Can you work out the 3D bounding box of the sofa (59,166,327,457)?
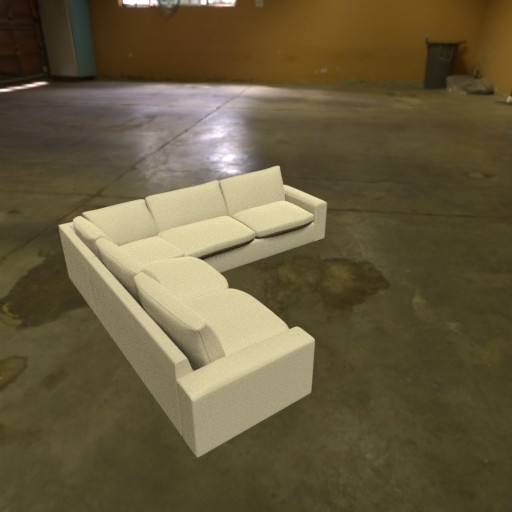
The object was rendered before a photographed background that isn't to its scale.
[{"bbox_3d":[0.000,0.000,4.736,3.206,0.918,3.066,-18,32,-32],"label":"sofa"}]
